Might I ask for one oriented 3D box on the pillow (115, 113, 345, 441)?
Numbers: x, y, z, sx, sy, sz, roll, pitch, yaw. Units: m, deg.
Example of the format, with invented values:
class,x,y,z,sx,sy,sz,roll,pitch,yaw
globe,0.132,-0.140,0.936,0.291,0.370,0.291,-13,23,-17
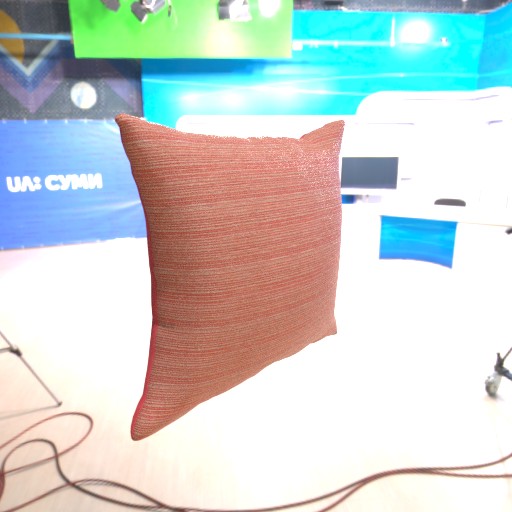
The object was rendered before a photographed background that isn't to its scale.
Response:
class,x,y,z,sx,sy,sz,roll,pitch,yaw
pillow,0.000,0.000,0.827,0.229,0.501,0.559,14,21,42
